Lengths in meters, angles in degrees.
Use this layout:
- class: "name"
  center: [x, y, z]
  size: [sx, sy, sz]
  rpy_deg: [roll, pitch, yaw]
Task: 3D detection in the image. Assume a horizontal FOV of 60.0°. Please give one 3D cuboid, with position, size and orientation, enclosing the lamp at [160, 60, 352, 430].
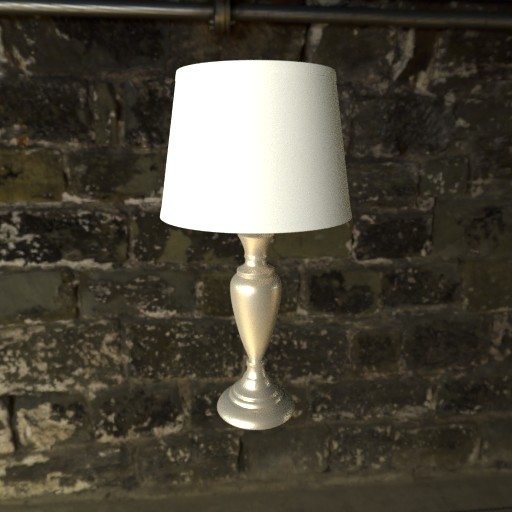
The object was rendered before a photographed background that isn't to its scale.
- class: "lamp"
  center: [0.000, 0.000, 0.796]
  size: [0.328, 0.612, 0.328]
  rpy_deg: [0, 15, 0]
